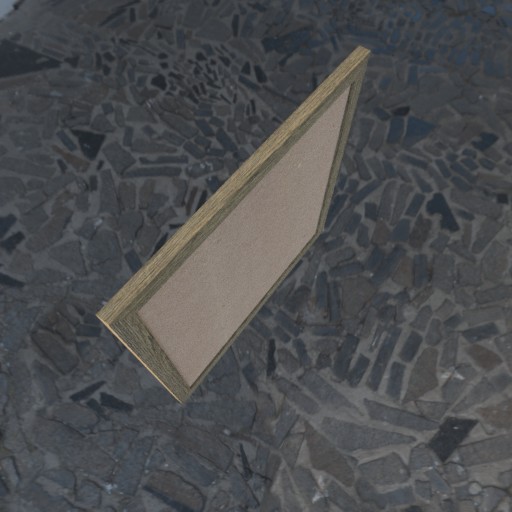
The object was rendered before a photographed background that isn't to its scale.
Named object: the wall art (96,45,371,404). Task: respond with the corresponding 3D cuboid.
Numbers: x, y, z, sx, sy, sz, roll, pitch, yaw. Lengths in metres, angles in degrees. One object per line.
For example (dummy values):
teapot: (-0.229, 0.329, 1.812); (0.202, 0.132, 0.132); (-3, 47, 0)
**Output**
wall art: (0.000, 0.000, 0.763); (0.019, 0.508, 0.508); (34, 68, 16)
